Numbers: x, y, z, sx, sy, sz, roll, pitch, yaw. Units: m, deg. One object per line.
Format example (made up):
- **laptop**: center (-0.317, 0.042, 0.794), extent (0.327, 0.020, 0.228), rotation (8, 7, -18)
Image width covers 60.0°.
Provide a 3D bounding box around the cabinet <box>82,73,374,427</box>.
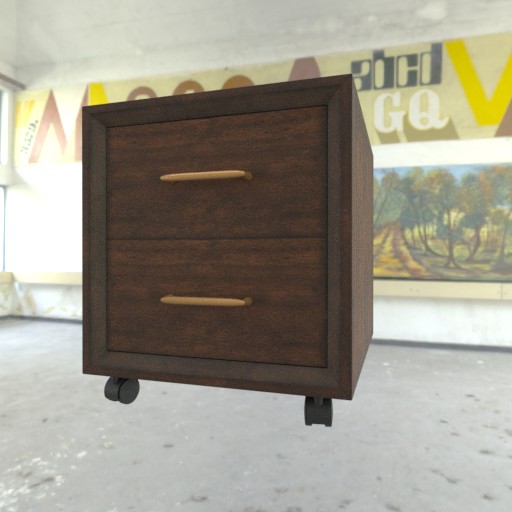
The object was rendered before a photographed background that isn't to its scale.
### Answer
- **cabinet**: center (0.000, 0.000, 0.835), extent (0.402, 0.455, 0.500), rotation (0, 0, 18)
